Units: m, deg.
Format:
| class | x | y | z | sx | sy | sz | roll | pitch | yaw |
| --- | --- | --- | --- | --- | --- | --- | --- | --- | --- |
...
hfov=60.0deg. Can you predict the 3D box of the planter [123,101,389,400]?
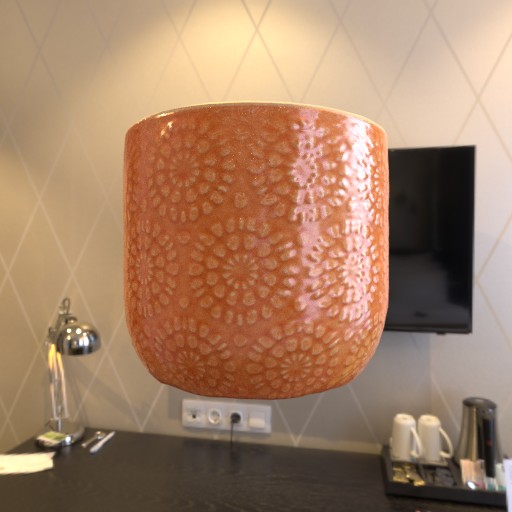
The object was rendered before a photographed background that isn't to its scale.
| class | x | y | z | sx | sy | sz | roll | pitch | yaw |
| --- | --- | --- | --- | --- | --- | --- | --- | --- | --- |
| planter | 0.000 | 0.000 | 0.287 | 0.170 | 0.152 | 0.170 | 0 | 0 | 0 |
